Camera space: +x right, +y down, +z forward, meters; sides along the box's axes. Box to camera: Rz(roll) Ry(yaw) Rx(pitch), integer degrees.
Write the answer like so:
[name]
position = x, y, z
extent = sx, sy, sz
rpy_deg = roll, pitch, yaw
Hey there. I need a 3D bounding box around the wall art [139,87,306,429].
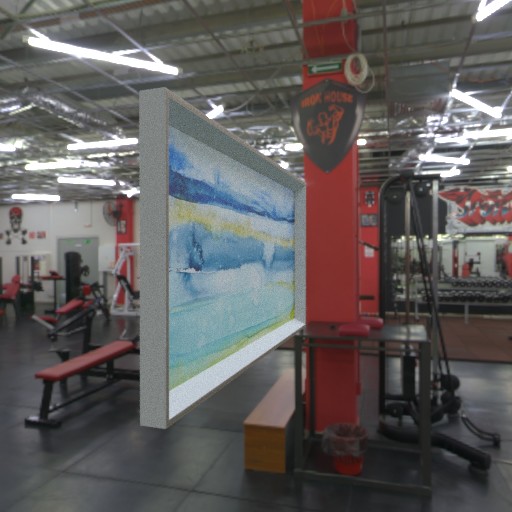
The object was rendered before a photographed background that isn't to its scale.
[wall art]
position = 0.000, 0.000, 0.948
extent = 0.038, 0.431, 0.812
rpy_deg = 0, 1, 19
